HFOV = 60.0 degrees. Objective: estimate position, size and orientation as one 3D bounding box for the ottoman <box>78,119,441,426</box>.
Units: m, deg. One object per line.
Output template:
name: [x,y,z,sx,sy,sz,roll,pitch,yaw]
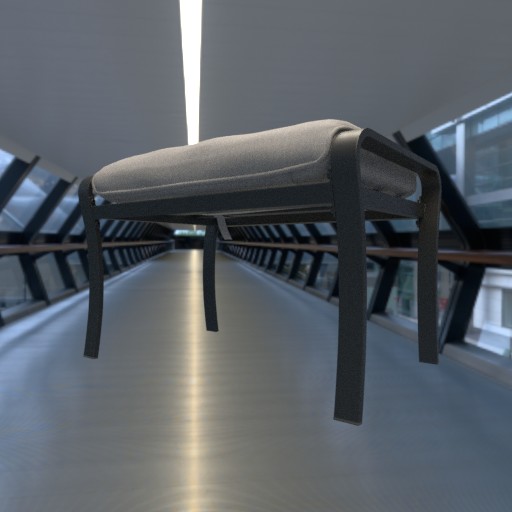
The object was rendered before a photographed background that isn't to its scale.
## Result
ottoman: [0.000,0.000,0.893,0.610,0.422,0.406,1,1,37]
